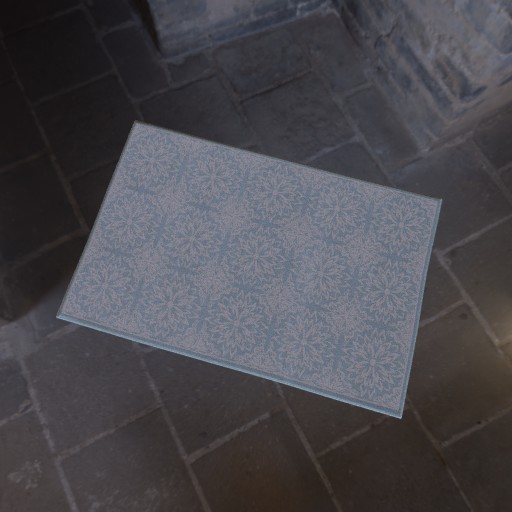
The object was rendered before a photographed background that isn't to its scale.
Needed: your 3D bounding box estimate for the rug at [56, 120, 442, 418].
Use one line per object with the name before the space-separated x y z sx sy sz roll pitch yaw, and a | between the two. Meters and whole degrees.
rug | 0.000 0.000 3.605 2.746 0.018 1.819 15 75 4
